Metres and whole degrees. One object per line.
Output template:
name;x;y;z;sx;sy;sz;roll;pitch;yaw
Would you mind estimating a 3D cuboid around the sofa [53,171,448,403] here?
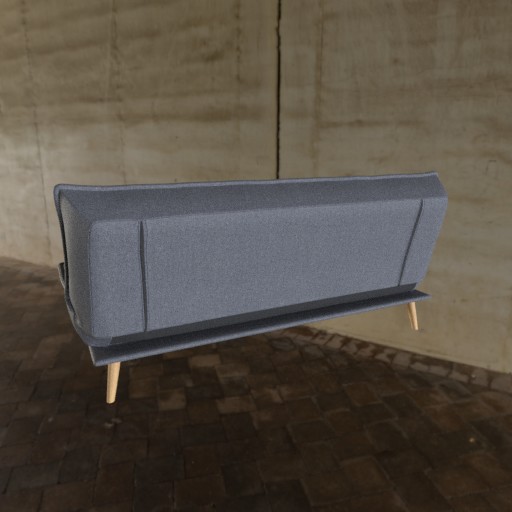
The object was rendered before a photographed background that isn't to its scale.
sofa;0.000;0.000;2.391;1.940;0.890;0.950;-7;16;-25
